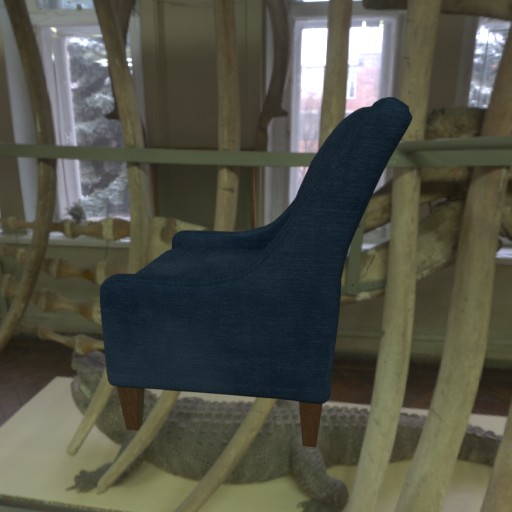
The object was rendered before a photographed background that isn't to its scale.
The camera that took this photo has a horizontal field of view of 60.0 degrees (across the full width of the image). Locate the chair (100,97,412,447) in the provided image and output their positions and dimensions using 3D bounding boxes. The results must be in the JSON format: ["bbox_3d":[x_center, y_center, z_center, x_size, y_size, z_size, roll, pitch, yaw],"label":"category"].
[{"bbox_3d":[0.000,0.000,1.595,0.870,1.014,0.774,2,15,8],"label":"chair"}]
